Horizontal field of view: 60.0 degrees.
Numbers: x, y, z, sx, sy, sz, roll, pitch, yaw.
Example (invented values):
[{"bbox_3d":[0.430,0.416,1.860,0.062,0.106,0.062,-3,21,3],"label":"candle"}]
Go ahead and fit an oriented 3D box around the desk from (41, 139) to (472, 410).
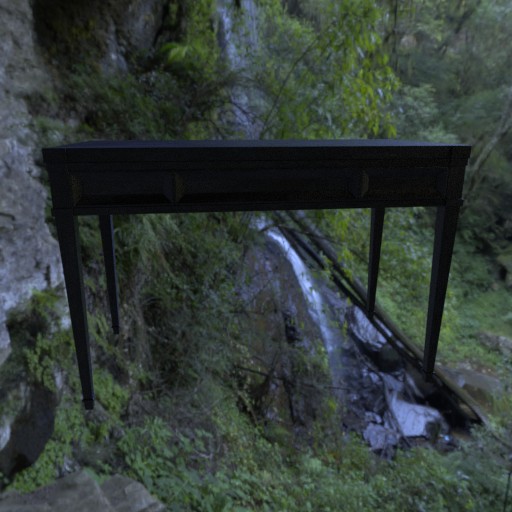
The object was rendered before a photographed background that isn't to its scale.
[{"bbox_3d":[0.000,0.000,1.735,1.289,0.861,0.630,-2,17,-8],"label":"desk"}]
